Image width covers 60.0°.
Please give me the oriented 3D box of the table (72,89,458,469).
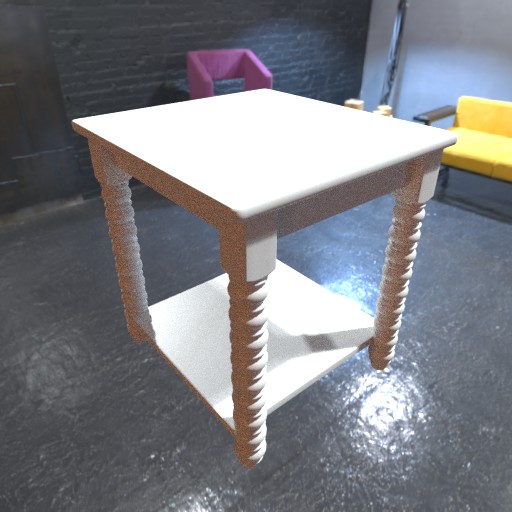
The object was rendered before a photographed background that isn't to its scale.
[{"bbox_3d":[0.000,0.000,0.967,0.500,0.563,0.533,-23,38,-33],"label":"table"}]
